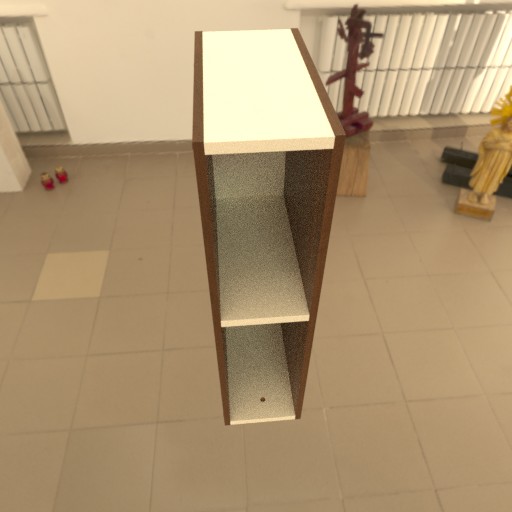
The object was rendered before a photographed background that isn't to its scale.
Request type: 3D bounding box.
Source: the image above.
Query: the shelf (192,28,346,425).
[{"bbox_3d":[0.000,0.000,0.725,0.147,0.600,0.290,-4,45,-4],"label":"shelf"}]
